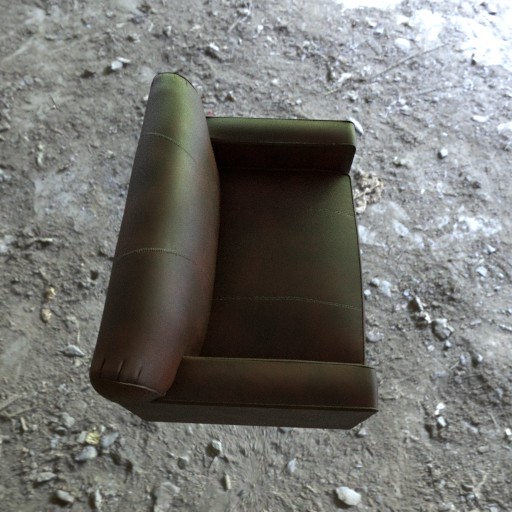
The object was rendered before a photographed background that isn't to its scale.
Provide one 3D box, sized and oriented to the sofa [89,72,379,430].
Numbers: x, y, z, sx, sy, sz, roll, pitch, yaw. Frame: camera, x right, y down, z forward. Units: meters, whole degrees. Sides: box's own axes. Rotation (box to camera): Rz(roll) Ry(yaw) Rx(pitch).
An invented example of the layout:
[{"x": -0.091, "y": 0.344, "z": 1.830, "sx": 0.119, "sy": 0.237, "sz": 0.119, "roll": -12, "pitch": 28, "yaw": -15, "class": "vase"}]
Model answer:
[{"x": 0.000, "y": 0.000, "z": 2.018, "sx": 1.000, "sy": 0.956, "sz": 1.413, "roll": 2, "pitch": 62, "yaw": 1, "class": "sofa"}]
